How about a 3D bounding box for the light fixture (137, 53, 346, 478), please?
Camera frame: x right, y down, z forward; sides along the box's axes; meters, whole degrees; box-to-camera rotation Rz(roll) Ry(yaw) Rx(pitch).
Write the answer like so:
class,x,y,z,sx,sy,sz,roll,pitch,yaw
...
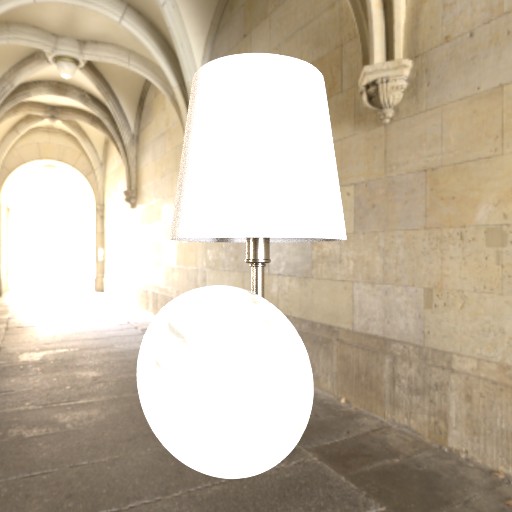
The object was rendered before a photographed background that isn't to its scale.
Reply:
class,x,y,z,sx,sy,sz,roll,pitch,yaw
light fixture,0.000,0.000,0.425,0.168,0.337,0.188,0,0,18
